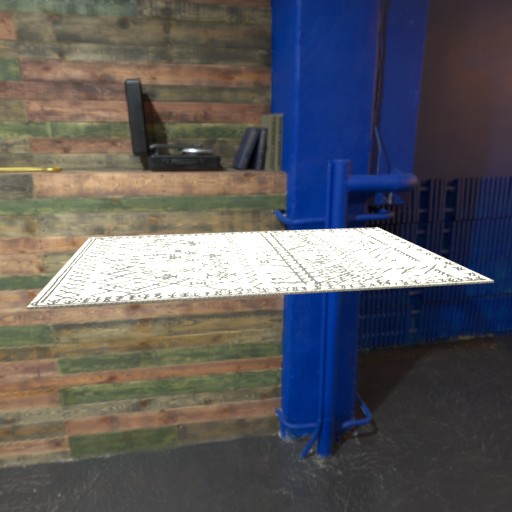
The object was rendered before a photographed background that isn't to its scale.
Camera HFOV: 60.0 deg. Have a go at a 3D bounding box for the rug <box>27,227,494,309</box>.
[{"bbox_3d":[0.000,0.000,3.005,2.444,0.012,1.526,-2,15,-9],"label":"rug"}]
